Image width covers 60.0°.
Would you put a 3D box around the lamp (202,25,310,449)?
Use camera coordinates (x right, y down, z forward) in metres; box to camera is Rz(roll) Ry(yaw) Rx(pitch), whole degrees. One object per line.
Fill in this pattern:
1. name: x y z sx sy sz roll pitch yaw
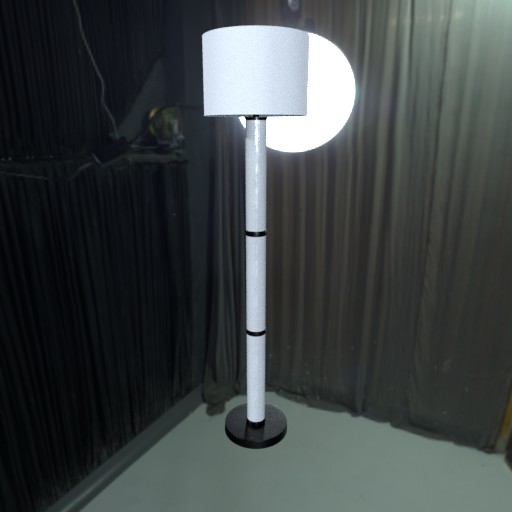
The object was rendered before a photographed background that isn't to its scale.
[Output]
1. lamp: 0.000 0.000 1.766 0.377 1.599 0.377 8 18 25
